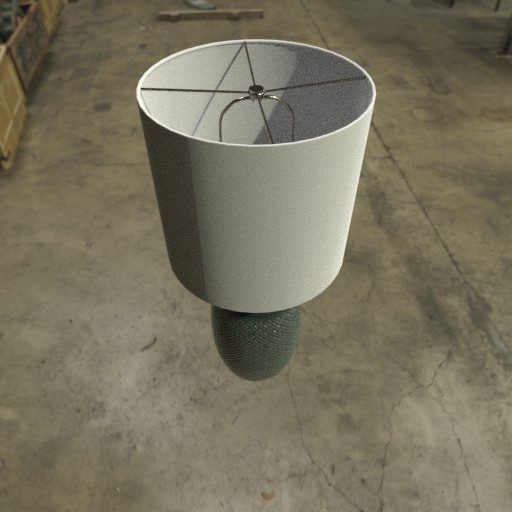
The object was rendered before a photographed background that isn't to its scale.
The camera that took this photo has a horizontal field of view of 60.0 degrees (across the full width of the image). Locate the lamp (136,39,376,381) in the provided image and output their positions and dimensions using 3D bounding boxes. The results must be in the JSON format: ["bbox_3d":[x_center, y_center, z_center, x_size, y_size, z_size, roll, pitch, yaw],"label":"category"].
[{"bbox_3d":[0.000,0.000,0.568,0.217,0.453,0.217,-5,46,-5],"label":"lamp"}]
